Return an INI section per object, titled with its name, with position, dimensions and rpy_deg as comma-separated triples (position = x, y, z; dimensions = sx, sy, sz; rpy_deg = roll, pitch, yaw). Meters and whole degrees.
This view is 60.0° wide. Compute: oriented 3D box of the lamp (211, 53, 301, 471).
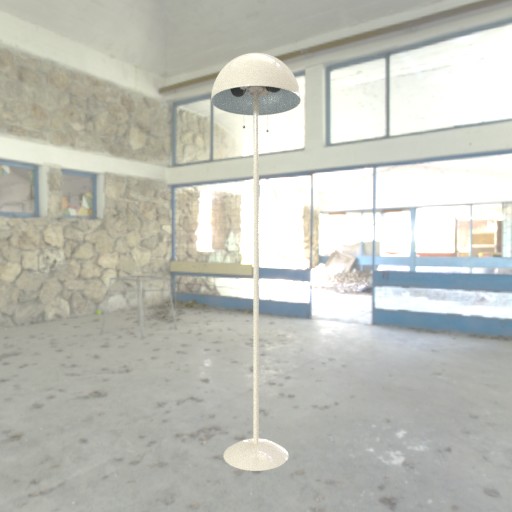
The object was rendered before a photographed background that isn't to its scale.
[lamp]
position = 0.000, 0.000, 1.638
dimensions = 0.328, 1.480, 0.328
rpy_deg = 1, 1, 35
